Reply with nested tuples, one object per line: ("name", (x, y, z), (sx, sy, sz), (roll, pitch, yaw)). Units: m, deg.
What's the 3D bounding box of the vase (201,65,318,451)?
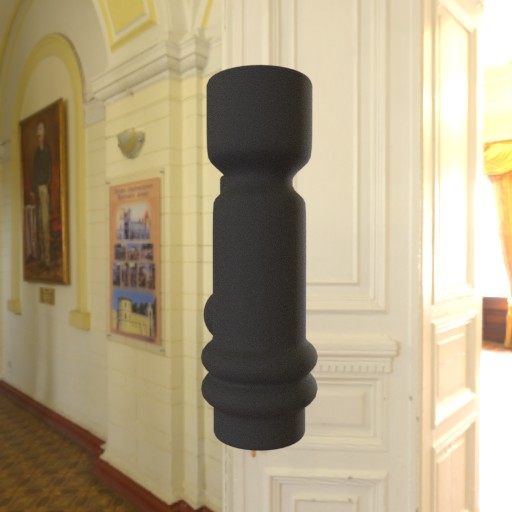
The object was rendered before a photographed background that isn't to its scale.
("vase", (0.000, 0.000, 0.430), (0.120, 0.249, 0.307), (0, 1, -1))
